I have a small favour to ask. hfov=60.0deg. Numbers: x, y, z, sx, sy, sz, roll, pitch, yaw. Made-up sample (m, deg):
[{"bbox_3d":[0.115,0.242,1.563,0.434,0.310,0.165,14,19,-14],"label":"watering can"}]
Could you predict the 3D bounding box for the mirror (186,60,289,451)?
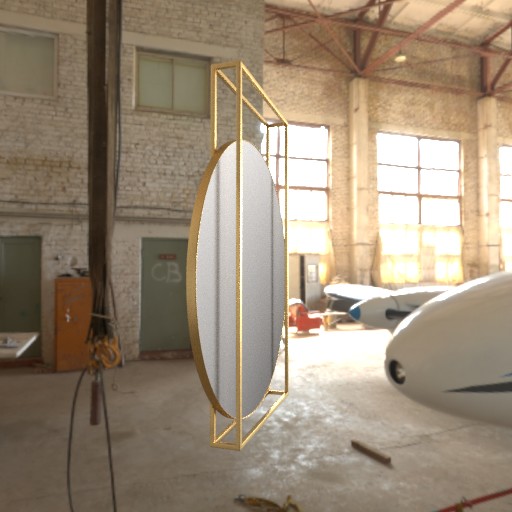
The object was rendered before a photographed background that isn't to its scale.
[{"bbox_3d":[0.000,0.000,0.841,0.051,0.603,0.508,0,-2,18],"label":"mirror"}]
